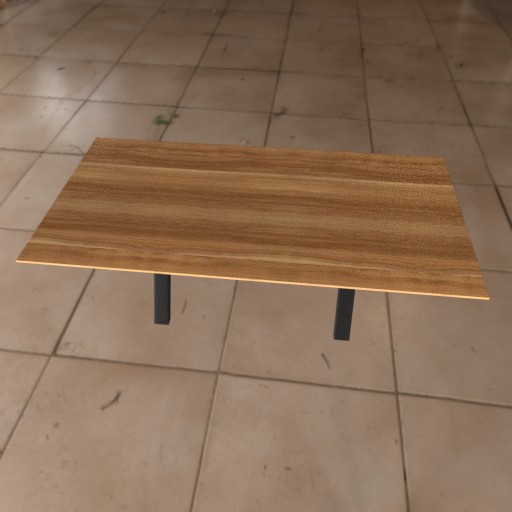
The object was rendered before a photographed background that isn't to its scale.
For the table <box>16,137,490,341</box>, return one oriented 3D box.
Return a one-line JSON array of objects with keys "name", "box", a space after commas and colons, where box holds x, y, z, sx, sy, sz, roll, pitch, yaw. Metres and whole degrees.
[{"name": "table", "box": [0.000, 0.000, 2.480, 2.000, 0.770, 1.000, 4, 47, 4]}]
